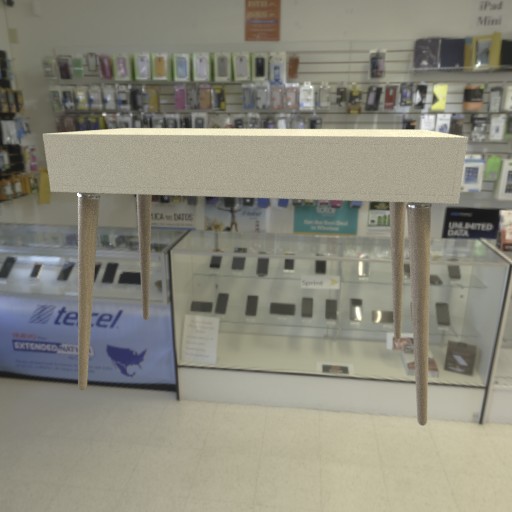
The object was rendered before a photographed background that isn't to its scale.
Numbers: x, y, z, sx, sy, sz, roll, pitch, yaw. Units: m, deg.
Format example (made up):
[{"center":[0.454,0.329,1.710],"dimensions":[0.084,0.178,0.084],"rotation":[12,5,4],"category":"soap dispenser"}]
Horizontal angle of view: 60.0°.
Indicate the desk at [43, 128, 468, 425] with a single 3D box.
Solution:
[{"center":[0.000,0.000,1.337],"dimensions":[0.979,0.723,0.491],"rotation":[3,18,9],"category":"desk"}]
